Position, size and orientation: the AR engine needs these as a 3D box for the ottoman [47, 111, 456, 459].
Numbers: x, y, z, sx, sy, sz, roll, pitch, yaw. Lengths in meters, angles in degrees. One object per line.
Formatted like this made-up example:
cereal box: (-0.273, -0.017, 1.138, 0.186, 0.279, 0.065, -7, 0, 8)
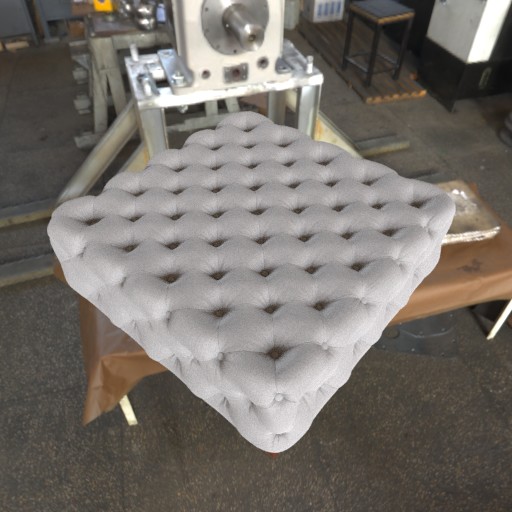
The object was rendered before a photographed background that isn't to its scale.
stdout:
ottoman: (0.000, 0.000, 1.187, 0.758, 0.365, 0.764, 31, 53, 27)
